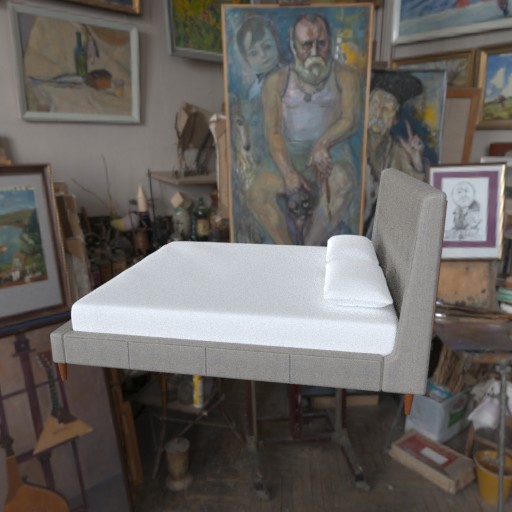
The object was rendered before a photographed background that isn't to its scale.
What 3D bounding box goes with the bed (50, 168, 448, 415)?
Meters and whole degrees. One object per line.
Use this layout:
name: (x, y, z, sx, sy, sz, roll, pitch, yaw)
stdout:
bed: (0.000, 0.000, 3.547, 2.342, 1.289, 2.062, 2, 15, 9)
